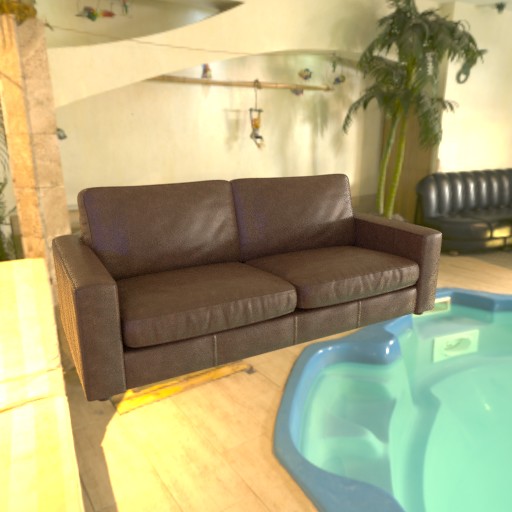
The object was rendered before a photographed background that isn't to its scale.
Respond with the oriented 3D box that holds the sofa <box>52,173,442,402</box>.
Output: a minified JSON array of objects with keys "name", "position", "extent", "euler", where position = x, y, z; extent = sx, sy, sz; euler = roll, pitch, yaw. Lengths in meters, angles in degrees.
[{"name":"sofa","position":[0.000,0.000,2.700],"extent":[2.179,0.873,1.016],"euler":[-8,18,-28]}]
